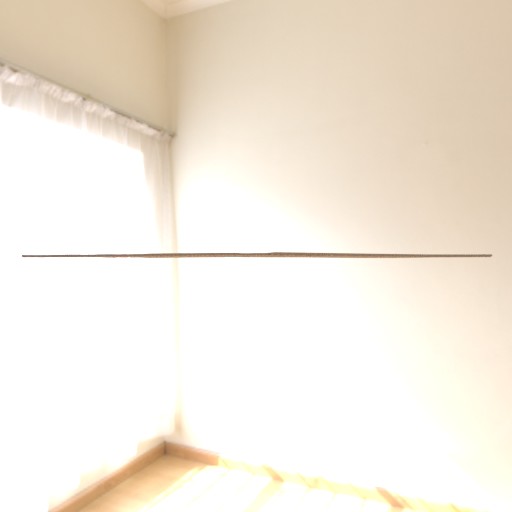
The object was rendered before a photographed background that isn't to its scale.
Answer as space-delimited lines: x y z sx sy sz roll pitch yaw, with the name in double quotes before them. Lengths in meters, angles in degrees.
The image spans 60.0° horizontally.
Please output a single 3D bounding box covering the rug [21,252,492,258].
"rug" 0.000 0.000 2.244 1.792 0.021 1.154 0 0 0
